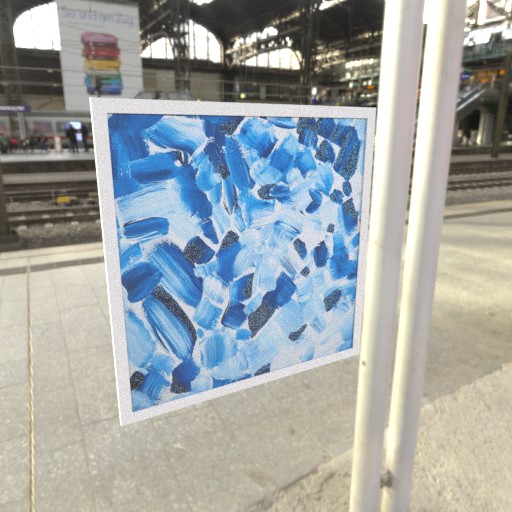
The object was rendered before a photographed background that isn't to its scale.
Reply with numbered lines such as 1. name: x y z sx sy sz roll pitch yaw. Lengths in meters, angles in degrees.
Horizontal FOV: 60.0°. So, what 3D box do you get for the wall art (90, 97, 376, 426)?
1. wall art: 0.000 0.000 1.247 0.812 0.812 0.015 -8 18 -28
